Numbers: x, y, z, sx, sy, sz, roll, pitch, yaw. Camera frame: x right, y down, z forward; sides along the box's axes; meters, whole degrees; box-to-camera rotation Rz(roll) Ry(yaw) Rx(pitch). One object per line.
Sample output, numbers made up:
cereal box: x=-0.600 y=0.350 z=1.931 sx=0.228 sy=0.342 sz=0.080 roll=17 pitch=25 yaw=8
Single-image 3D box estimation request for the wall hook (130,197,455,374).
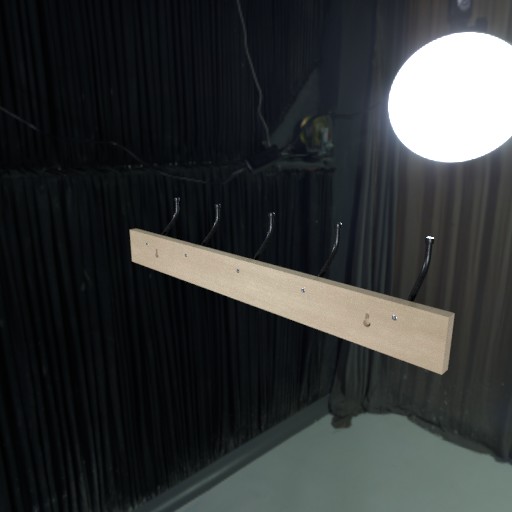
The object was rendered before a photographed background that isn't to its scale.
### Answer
wall hook: x=0.000 y=0.000 z=0.629 sx=0.571 sy=0.117 sz=0.071 roll=14 pitch=21 yaw=43
